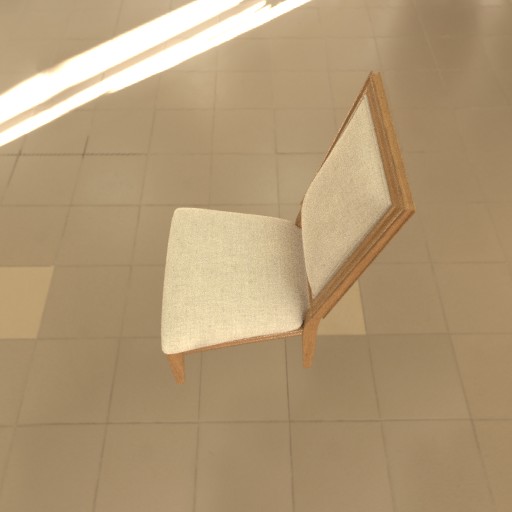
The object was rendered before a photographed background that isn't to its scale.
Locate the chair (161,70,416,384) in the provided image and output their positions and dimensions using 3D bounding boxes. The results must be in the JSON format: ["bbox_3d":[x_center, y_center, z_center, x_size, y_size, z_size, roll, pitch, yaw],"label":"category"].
[{"bbox_3d":[0.000,0.000,1.360,0.601,0.988,0.536,-1,59,-1],"label":"chair"}]
